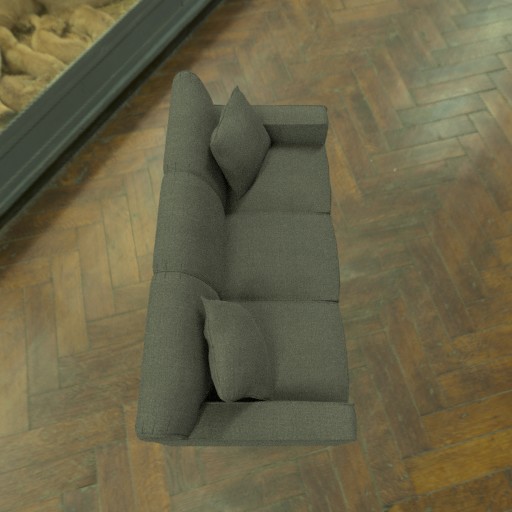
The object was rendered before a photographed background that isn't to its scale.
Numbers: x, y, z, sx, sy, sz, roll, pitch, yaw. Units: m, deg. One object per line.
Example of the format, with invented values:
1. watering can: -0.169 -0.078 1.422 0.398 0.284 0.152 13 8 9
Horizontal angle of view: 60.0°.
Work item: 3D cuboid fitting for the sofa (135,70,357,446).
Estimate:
1. sofa: 0.000 0.000 2.577 0.997 0.958 2.024 0 65 0
